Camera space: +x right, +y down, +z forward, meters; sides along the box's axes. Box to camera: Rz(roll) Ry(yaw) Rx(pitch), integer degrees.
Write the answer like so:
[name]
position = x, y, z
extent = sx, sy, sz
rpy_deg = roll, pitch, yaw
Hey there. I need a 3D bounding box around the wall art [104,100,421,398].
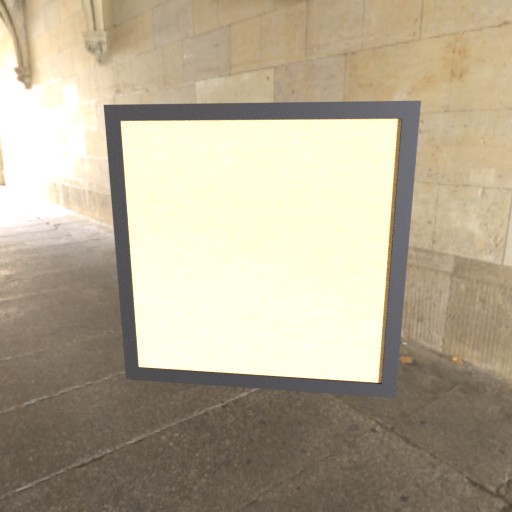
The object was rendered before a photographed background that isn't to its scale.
[wall art]
position = 0.000, 0.000, 0.543
extent = 0.356, 0.356, 0.013
rpy_deg = 2, 14, 7
